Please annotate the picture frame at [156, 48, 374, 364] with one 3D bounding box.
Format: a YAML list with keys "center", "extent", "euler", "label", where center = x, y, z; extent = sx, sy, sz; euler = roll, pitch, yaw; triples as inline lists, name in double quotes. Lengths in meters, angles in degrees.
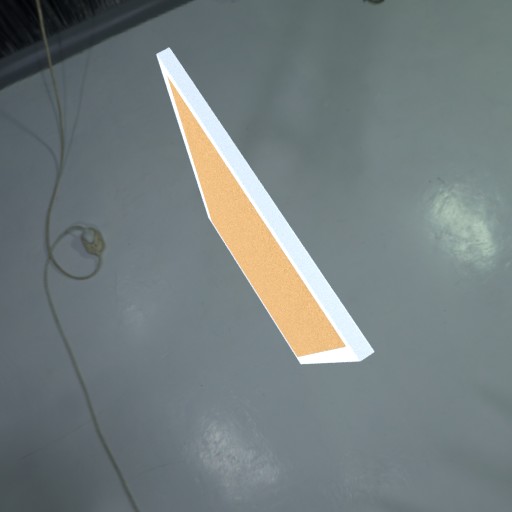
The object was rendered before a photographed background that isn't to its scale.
- center: [0.000, 0.000, 0.563]
  extent: [0.013, 0.434, 0.305]
  euler: [-31, 78, -7]
  label: "picture frame"
